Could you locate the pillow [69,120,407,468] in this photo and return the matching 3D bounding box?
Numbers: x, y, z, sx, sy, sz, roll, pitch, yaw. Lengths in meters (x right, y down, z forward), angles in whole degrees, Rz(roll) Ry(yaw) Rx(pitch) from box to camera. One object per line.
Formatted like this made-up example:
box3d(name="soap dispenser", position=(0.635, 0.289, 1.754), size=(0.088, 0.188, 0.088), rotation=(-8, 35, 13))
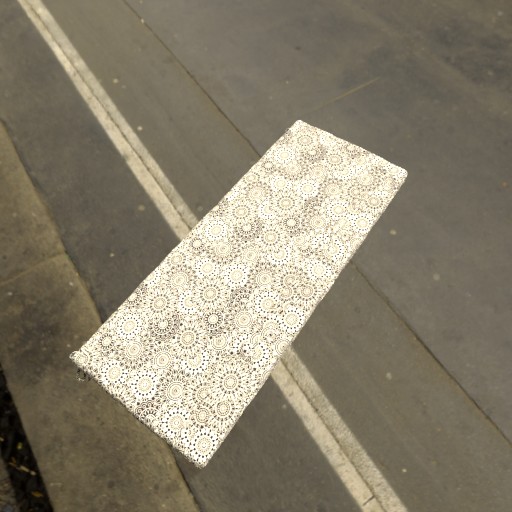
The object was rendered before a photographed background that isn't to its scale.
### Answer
box3d(name="pillow", position=(0.000, 0.000, 1.385), size=(0.492, 0.081, 1.187), rotation=(31, 64, 17))
